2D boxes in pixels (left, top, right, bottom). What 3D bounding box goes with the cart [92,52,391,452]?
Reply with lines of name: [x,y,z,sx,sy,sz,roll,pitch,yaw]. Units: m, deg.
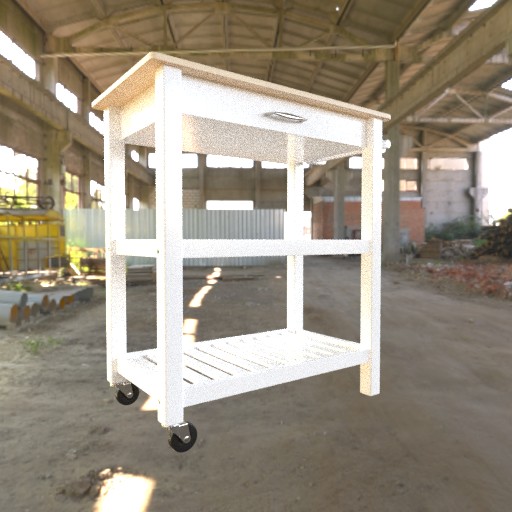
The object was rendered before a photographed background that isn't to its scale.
cart: [0.000,0.000,1.431,0.899,0.927,0.457,-1,2,-36]
